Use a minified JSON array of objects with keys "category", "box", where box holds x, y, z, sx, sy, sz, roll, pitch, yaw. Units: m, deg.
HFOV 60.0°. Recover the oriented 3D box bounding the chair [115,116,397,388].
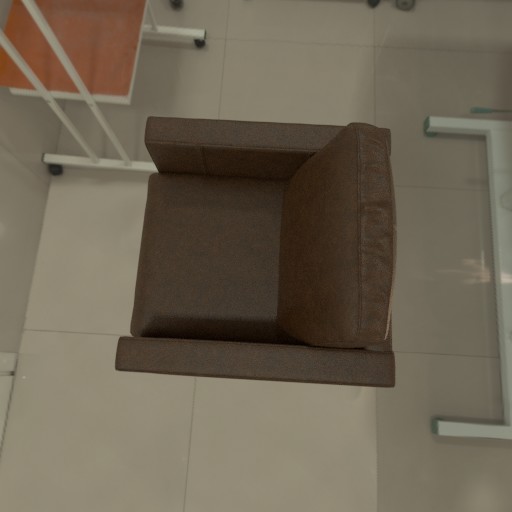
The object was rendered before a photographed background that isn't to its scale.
[{"category":"chair","box":[0.000,0.000,1.672,0.909,0.956,0.890,3,76,1]}]
